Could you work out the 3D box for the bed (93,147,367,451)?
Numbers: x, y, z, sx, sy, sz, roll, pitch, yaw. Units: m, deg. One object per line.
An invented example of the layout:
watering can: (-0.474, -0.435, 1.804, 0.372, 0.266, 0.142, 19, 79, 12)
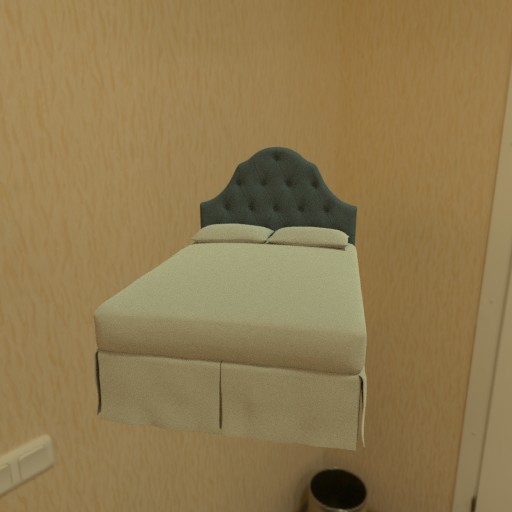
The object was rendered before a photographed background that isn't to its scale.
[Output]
bed: (0.000, 0.000, 3.349, 1.636, 1.575, 2.155, 3, 15, 10)
